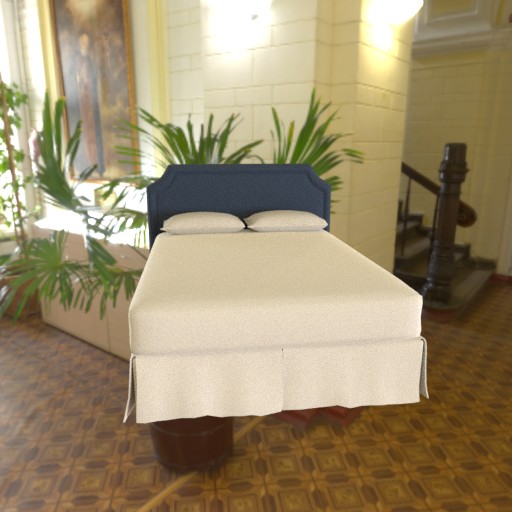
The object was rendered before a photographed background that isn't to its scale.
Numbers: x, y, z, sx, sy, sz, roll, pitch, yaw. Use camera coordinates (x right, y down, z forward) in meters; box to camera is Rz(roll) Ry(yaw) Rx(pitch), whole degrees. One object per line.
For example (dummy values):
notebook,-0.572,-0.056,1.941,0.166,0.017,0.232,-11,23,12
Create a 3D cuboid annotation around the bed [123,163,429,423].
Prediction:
bed,0.000,0.000,3.417,1.831,1.297,2.260,-2,14,-8
